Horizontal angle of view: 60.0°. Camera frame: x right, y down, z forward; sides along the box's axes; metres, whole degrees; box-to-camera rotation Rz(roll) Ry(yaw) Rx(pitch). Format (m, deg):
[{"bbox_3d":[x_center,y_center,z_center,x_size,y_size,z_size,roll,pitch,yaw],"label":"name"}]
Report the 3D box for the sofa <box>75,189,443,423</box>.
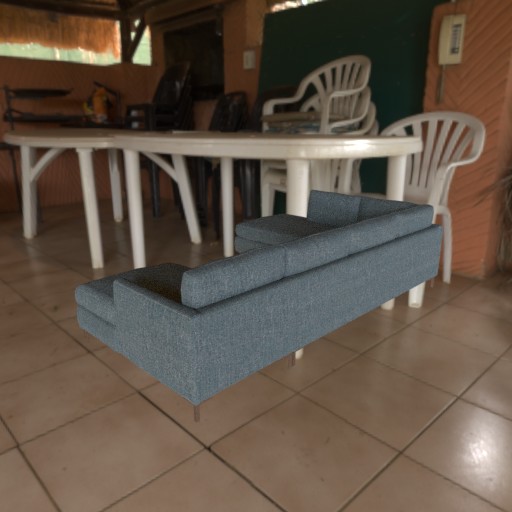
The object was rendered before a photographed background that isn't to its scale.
[{"bbox_3d":[0.000,0.000,3.566,2.737,0.753,1.879,-16,23,-43],"label":"sofa"}]
